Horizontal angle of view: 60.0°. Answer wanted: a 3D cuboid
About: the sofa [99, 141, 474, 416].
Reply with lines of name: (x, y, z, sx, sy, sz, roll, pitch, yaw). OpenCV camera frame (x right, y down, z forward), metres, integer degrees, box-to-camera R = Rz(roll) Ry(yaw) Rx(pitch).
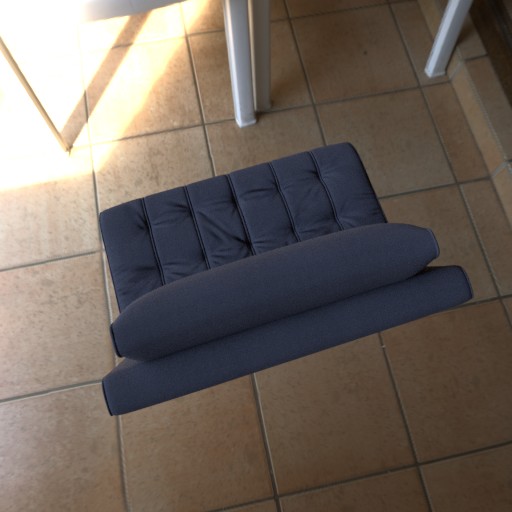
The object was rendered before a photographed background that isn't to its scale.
sofa: (0.000, 0.000, 1.821, 1.220, 0.910, 0.910, -17, 73, -5)
